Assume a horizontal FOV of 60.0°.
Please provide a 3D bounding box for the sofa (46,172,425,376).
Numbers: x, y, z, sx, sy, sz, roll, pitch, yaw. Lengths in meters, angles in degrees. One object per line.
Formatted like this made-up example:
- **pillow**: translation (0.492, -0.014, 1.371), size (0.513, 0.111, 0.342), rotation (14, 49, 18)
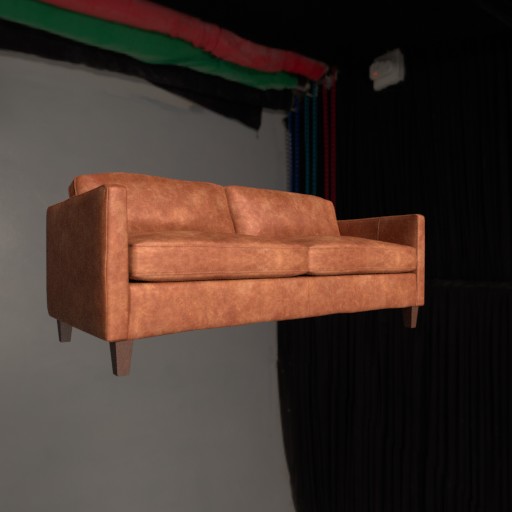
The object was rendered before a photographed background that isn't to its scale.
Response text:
- **sofa**: translation (0.000, 0.000, 2.449), size (1.971, 0.863, 0.923), rotation (0, 0, -37)
